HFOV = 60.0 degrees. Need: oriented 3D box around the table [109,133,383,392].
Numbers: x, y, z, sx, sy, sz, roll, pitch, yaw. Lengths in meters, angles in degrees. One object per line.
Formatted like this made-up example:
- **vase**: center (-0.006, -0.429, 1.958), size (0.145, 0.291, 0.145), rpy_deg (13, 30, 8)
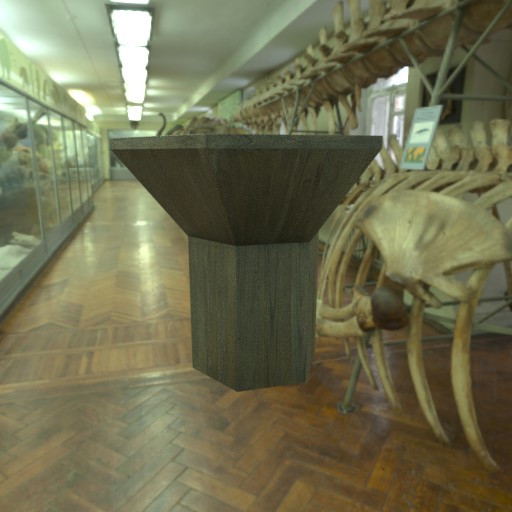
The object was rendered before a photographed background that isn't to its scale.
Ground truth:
- **table**: center (0.000, 0.000, 1.151), size (0.683, 0.586, 0.592), rpy_deg (13, 18, 43)
